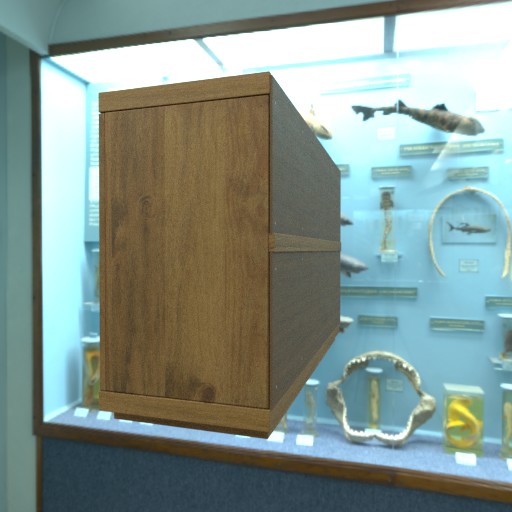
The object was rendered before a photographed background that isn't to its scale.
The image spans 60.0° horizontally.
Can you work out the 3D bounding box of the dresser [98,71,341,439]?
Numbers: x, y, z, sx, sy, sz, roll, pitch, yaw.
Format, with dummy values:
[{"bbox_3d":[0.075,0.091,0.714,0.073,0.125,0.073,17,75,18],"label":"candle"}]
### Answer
[{"bbox_3d":[0.000,0.000,1.638,0.479,0.825,1.261,0,1,18],"label":"dresser"}]
